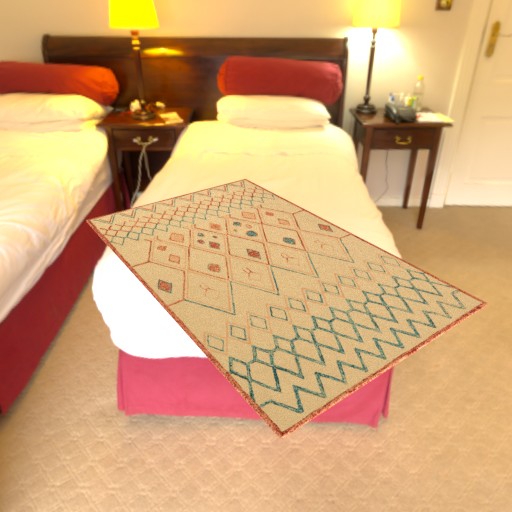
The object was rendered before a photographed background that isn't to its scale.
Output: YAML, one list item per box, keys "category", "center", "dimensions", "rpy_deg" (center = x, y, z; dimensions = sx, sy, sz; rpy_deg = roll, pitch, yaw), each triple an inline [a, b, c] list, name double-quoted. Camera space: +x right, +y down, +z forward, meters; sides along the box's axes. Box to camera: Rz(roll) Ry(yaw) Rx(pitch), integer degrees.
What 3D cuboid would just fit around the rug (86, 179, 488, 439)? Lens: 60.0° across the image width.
- category: "rug"
  center: [0.000, 0.000, 3.007]
  dimensions: [1.524, 0.015, 2.438]
  rpy_deg: [-20, 36, -30]
